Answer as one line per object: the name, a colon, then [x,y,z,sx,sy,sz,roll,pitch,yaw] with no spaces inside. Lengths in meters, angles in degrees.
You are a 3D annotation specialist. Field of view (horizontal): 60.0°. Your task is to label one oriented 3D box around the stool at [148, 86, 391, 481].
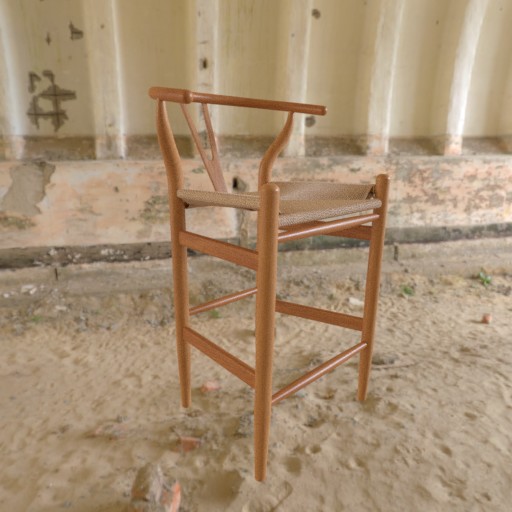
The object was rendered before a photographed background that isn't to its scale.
stool: [0.000,0.000,1.327,0.579,0.970,0.569,13,19,42]
